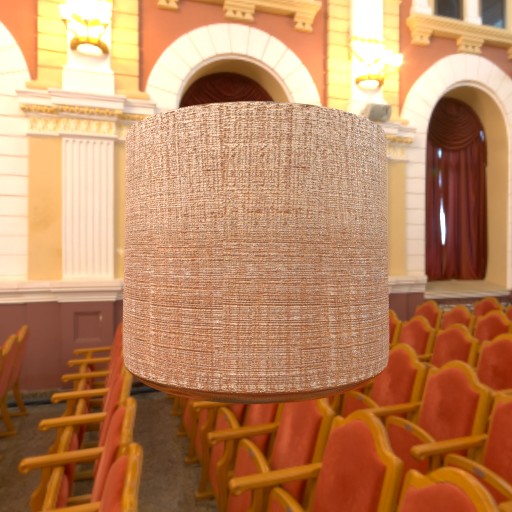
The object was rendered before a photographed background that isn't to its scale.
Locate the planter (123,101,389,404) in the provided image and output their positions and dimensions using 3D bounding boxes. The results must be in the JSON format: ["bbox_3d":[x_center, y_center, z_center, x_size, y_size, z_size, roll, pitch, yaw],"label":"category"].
[{"bbox_3d":[0.000,0.000,0.308,0.177,0.157,0.177,0,0,0],"label":"planter"}]
